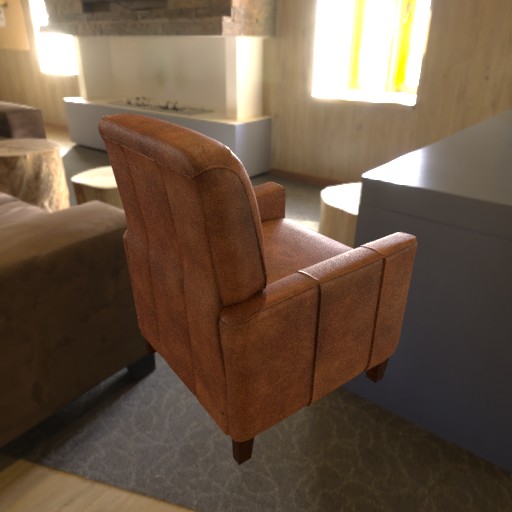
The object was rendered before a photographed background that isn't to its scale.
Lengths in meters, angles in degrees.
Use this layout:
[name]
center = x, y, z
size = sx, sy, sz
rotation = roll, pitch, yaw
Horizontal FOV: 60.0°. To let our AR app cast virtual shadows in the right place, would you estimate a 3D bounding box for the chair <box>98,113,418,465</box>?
[chair]
center = 0.000, 0.000, 1.658
size = 0.836, 1.043, 0.843
rotation = -18, 31, -32
